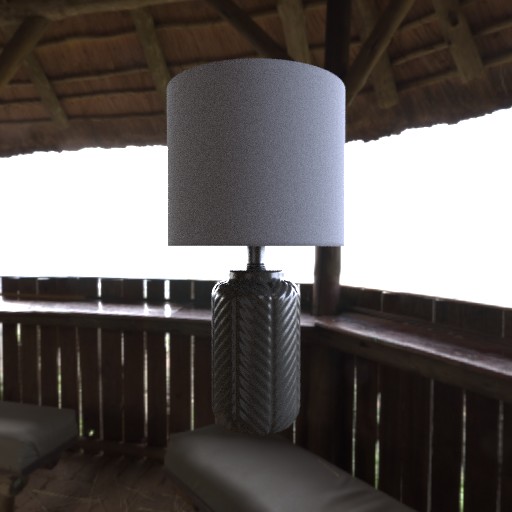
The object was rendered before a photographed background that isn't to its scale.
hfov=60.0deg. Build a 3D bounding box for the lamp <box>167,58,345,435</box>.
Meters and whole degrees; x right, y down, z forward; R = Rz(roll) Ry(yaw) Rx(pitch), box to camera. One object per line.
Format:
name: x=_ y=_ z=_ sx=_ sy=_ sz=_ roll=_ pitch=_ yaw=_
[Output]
lamp: x=0.000 y=0.000 z=0.519 sx=0.203 sy=0.389 sz=0.203 roll=1 pitch=2 yaw=36
